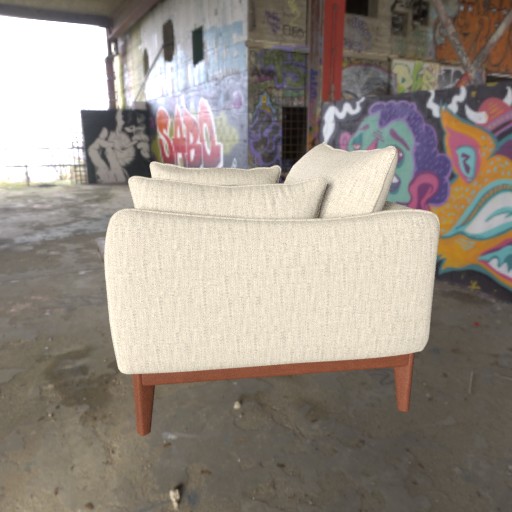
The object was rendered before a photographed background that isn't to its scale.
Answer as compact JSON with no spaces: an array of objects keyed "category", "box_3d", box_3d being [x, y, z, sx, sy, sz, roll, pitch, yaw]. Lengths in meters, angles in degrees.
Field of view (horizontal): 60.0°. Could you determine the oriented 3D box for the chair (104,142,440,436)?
[{"category":"chair","box_3d":[0.000,0.000,1.723,0.991,0.855,0.994,-2,15,-8]}]
